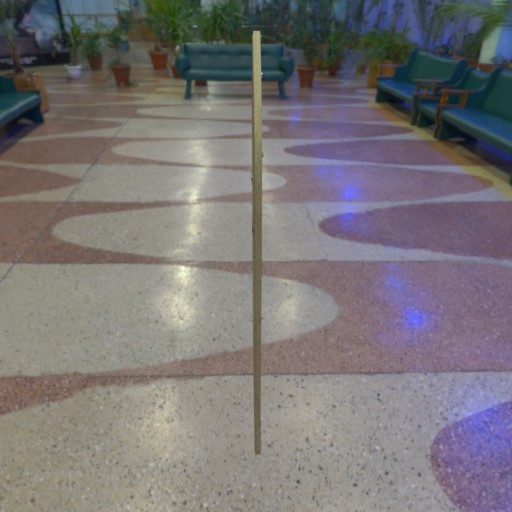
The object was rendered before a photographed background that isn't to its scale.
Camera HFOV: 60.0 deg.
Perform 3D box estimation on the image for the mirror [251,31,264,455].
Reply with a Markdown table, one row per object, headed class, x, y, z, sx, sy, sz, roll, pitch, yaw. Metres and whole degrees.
| class | x | y | z | sx | sy | sz | roll | pitch | yaw |
| --- | --- | --- | --- | --- | --- | --- | --- | --- | --- |
| mirror | 0.000 | 0.000 | 1.296 | 0.025 | 1.175 | 0.464 | -1 | 30 | -1 |
